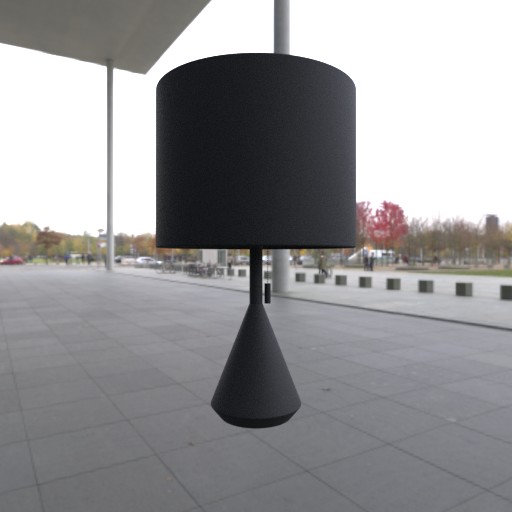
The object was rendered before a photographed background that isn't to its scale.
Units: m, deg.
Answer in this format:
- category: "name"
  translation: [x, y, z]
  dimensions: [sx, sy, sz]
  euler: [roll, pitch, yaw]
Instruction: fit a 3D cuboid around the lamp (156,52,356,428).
- category: "lamp"
  translation: [0.000, 0.000, 0.813]
  dimensions: [0.359, 0.584, 0.359]
  euler: [0, 0, -16]
